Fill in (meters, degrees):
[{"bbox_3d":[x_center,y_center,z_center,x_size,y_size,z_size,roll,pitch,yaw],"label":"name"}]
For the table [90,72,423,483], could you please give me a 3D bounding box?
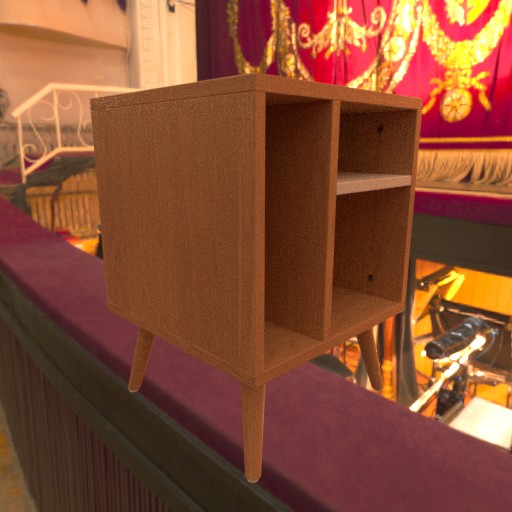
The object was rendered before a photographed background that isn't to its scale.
[{"bbox_3d":[0.000,0.000,0.818,0.400,0.550,0.400,-14,20,-43],"label":"table"}]
